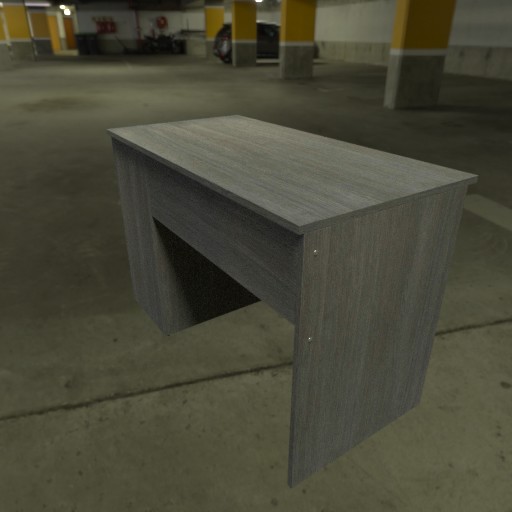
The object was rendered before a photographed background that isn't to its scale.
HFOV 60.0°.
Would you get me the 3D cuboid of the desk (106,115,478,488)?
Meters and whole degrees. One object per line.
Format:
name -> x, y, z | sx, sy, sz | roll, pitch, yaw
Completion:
desk -> 0.000, 0.000, 1.500 | 0.560, 0.730, 1.096 | -17, 31, -30
